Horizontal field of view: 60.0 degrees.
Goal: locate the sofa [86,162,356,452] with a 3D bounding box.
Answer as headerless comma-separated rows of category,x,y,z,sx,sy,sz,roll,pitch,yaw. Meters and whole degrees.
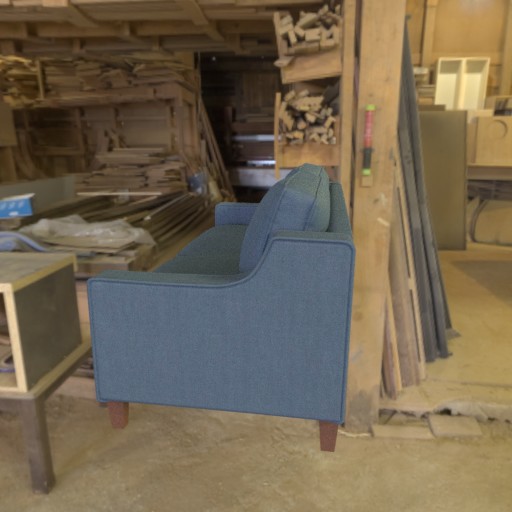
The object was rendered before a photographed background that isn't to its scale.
sofa,0.000,0.000,2.749,1.066,1.071,2.178,2,15,9
